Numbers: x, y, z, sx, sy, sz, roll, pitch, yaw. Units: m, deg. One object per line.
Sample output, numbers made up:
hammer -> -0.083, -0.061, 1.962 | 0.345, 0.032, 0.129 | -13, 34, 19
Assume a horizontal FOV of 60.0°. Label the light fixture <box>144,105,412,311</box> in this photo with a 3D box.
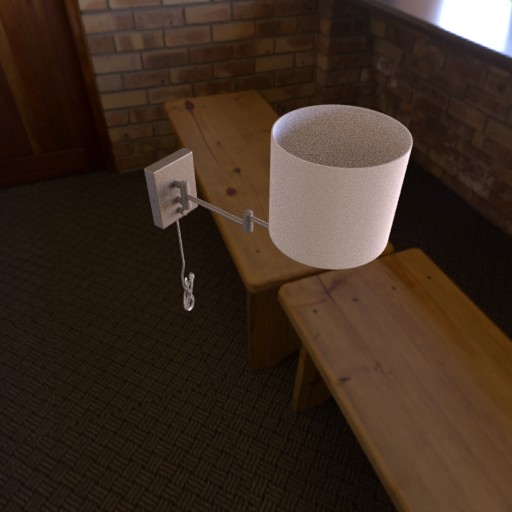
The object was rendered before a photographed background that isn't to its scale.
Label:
light fixture -> 0.000, 0.000, 0.935 | 0.516, 0.651, 0.203 | 27, 48, 27
